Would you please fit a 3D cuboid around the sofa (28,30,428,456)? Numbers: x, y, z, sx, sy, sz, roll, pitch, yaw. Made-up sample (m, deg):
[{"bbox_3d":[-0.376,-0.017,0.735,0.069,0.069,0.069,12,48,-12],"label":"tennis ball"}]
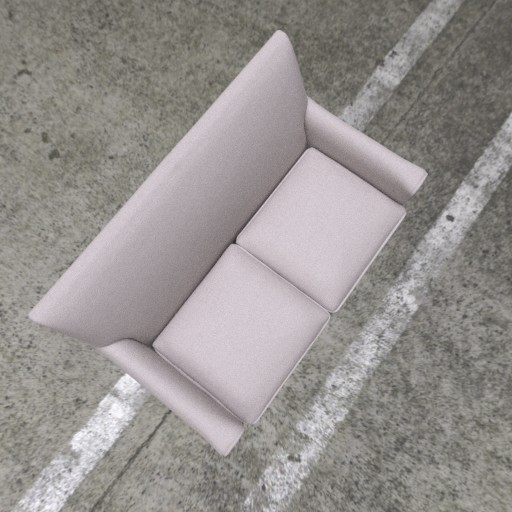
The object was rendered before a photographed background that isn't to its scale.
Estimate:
[{"bbox_3d":[0.000,0.000,2.037,0.888,0.890,1.482,36,79,8],"label":"sofa"}]
